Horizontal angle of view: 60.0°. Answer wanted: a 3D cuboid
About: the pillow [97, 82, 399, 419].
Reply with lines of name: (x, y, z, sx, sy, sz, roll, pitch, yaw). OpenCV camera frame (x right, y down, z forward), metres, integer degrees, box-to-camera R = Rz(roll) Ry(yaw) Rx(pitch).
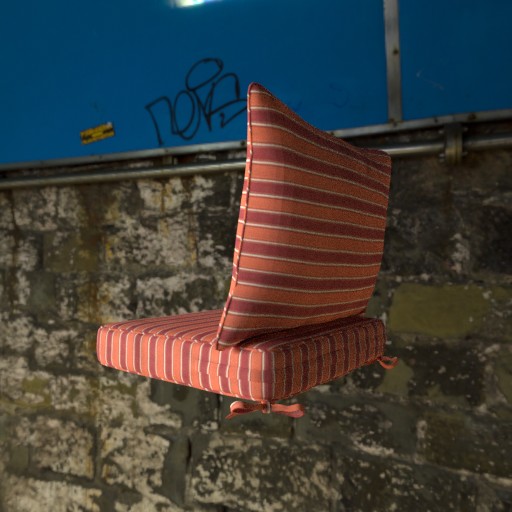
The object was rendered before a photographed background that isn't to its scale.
pillow: (0.000, 0.000, 1.398, 0.733, 0.723, 0.799, -1, -1, 37)
